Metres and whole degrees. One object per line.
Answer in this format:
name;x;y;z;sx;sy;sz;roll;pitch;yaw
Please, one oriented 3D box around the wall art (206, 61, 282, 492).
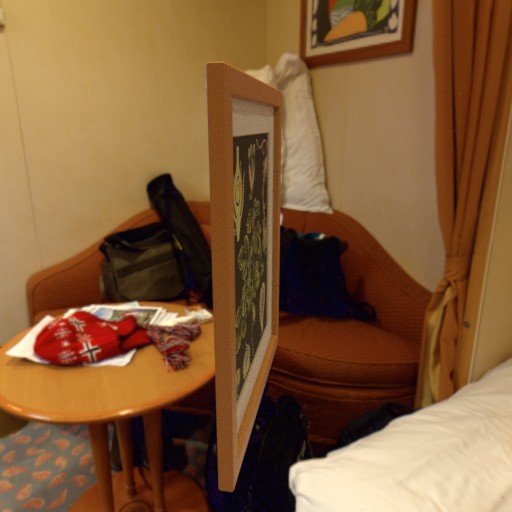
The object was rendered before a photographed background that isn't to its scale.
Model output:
wall art;0.000;0.000;0.515;0.015;0.379;0.310;3;17;10
